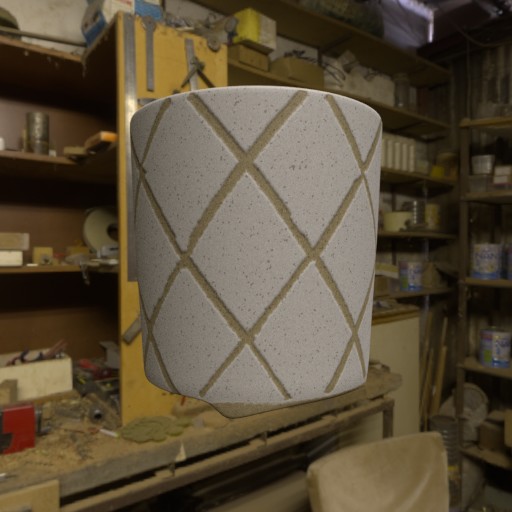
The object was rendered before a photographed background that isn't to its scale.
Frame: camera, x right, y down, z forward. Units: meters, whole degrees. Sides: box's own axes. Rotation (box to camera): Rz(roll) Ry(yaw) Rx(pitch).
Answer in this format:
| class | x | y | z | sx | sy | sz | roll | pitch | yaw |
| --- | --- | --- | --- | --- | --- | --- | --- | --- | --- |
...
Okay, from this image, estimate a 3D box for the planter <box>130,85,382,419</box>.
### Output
| class | x | y | z | sx | sy | sz | roll | pitch | yaw |
| --- | --- | --- | --- | --- | --- | --- | --- | --- | --- |
| planter | 0.000 | 0.000 | 0.416 | 0.228 | 0.235 | 0.228 | 0 | 0 | 0 |
